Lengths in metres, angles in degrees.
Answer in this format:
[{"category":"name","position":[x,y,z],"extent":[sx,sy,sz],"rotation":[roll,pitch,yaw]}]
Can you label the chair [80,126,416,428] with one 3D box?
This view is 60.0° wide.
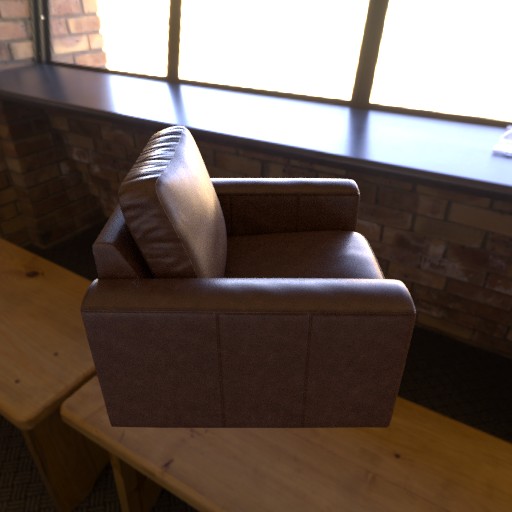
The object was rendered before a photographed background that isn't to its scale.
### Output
[{"category":"chair","position":[0.000,0.000,1.756],"extent":[1.016,0.873,1.005],"rotation":[0,32,0]}]
